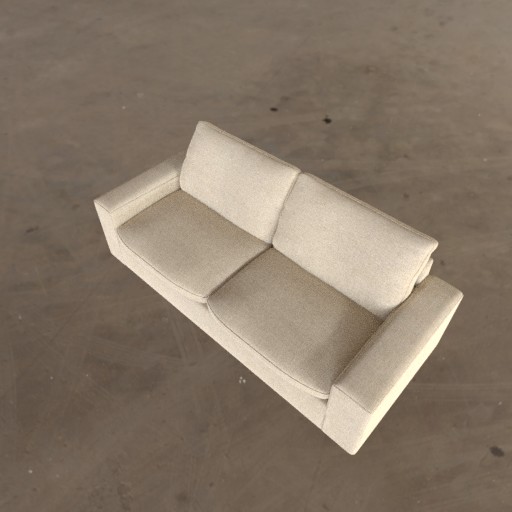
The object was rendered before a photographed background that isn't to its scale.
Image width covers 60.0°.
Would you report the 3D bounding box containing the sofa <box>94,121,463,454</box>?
[{"bbox_3d":[0.000,0.000,2.889,2.299,0.922,1.040,34,55,28],"label":"sofa"}]
